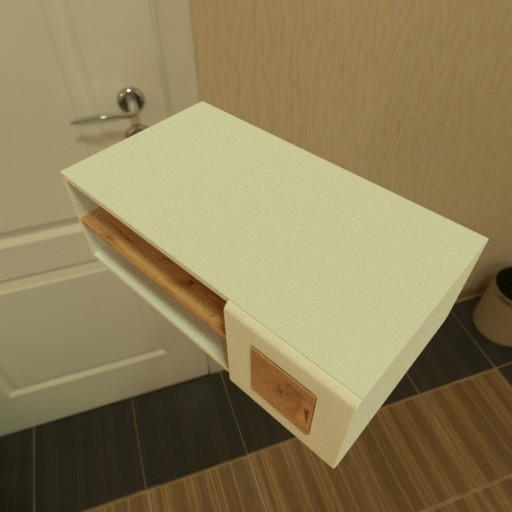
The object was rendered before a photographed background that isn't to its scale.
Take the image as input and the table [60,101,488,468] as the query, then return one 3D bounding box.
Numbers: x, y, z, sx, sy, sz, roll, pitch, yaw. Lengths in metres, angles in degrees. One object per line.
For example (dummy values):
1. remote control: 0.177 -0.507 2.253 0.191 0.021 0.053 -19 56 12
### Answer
1. table: 0.000 0.000 1.422 1.097 0.442 0.639 33 55 27
